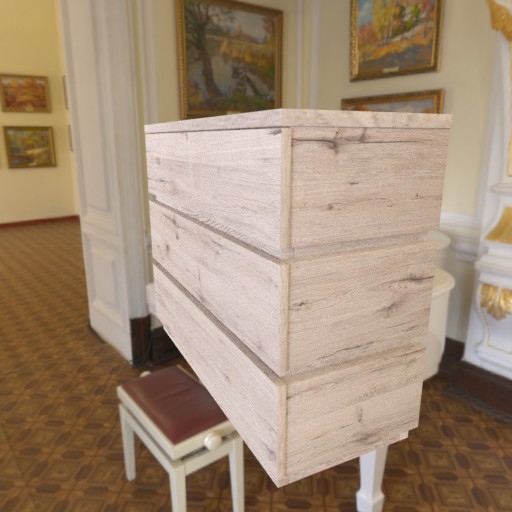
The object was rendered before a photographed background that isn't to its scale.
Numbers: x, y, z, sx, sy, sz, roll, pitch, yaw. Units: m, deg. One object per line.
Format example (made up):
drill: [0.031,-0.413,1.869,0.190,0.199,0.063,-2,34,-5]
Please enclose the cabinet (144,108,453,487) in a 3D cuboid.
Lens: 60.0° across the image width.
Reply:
cabinet: [0.000,0.000,1.409,0.420,0.820,1.040,-7,16,-26]
